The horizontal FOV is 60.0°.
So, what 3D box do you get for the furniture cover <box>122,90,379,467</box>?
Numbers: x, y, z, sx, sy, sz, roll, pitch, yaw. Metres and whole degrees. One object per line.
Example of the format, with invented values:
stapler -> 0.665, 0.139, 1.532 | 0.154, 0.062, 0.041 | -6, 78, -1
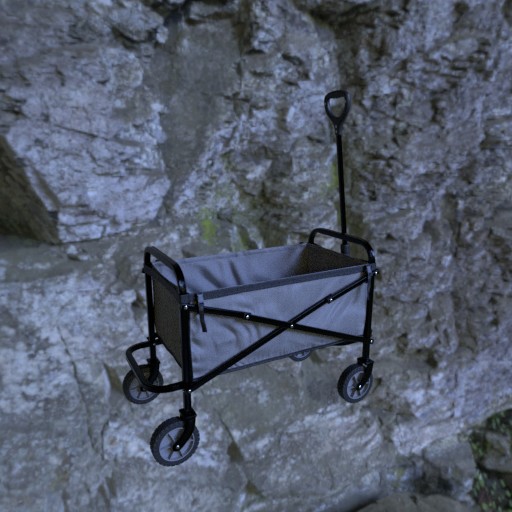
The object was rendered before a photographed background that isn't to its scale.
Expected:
furniture cover -> 0.000, 0.000, 1.783 | 1.038, 1.295, 0.532 | -8, 16, -27
